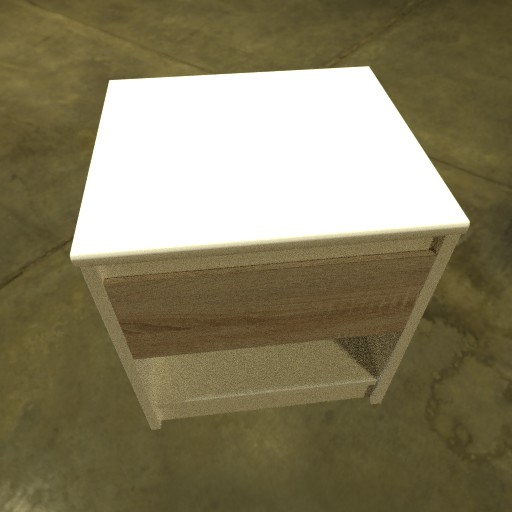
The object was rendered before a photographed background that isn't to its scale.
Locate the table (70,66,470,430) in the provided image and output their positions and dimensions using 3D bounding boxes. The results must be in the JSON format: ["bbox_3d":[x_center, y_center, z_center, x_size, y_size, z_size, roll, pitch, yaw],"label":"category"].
[{"bbox_3d":[0.000,0.000,0.756,0.420,0.460,0.380,-5,48,-5],"label":"table"}]
